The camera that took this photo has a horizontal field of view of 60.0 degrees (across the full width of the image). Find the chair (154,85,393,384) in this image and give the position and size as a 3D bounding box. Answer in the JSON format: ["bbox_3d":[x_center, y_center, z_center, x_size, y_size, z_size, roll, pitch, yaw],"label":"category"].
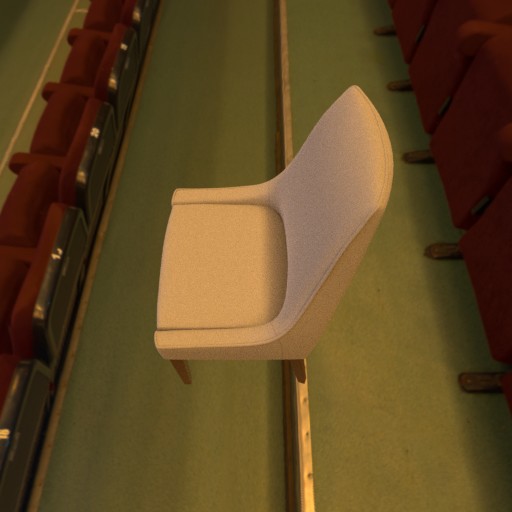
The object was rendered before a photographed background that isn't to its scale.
[{"bbox_3d":[0.000,0.000,1.239,0.544,0.861,0.529,0,57,0],"label":"chair"}]
